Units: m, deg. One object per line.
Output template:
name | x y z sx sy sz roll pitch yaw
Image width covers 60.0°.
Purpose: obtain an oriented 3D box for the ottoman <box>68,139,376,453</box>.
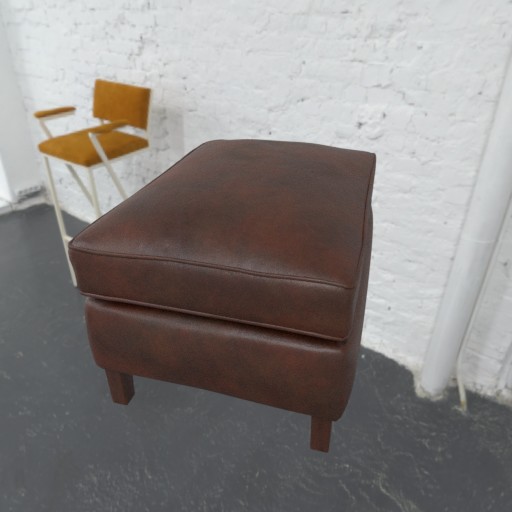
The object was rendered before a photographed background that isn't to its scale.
ottoman | 0.000 0.000 0.997 0.501 0.432 0.665 8 31 14
